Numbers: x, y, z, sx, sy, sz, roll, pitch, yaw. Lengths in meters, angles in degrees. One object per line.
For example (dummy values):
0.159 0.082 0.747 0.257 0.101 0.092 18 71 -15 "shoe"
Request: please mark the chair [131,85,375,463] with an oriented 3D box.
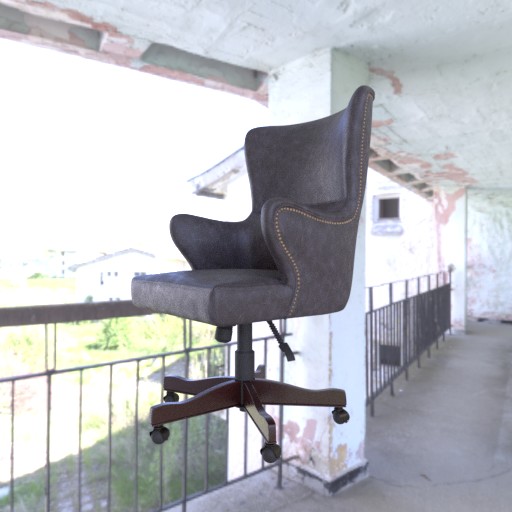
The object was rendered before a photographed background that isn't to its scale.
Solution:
0.000 0.000 1.420 0.717 1.037 0.594 0 0 -37 "chair"
